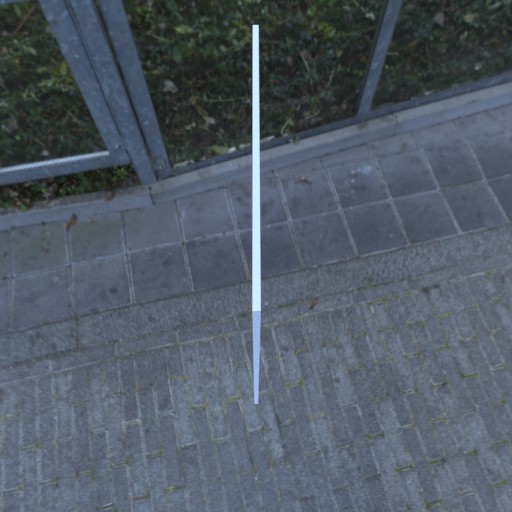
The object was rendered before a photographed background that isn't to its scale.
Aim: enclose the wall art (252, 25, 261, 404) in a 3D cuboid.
[{"bbox_3d":[0.000,0.000,1.241,0.013,0.940,0.659,0,63,0],"label":"wall art"}]
